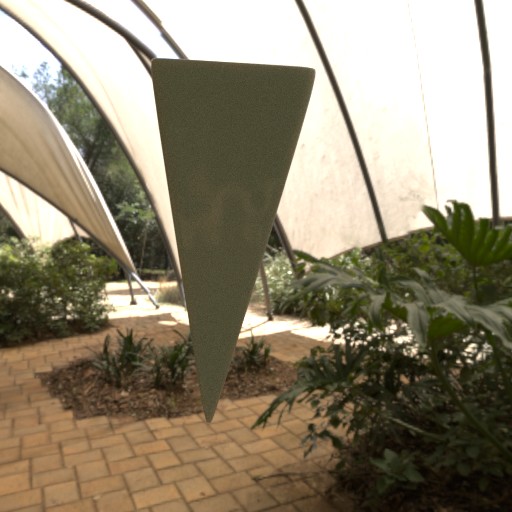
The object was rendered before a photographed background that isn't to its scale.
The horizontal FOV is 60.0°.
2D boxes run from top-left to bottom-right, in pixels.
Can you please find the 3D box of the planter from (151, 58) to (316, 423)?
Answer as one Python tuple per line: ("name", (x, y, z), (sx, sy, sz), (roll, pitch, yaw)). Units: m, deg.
("planter", (0.000, 0.000, 0.217), (0.064, 0.178, 0.080), (1, 2, 34))
